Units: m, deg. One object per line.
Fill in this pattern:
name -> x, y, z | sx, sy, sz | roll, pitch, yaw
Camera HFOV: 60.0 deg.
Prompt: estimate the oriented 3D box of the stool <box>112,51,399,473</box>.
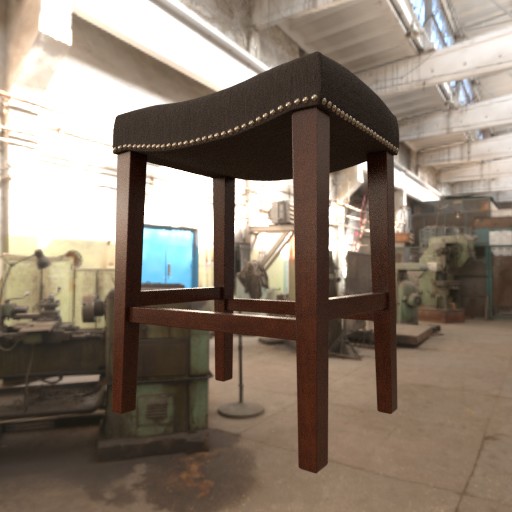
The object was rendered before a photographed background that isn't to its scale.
stool -> 0.000, 0.000, 0.941 | 0.504, 0.654, 0.372 | -1, -2, 36
